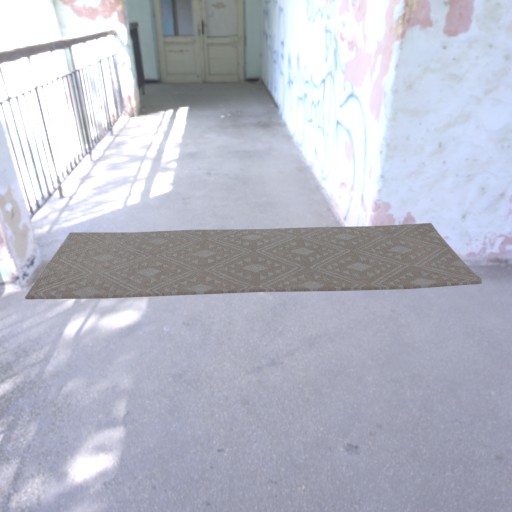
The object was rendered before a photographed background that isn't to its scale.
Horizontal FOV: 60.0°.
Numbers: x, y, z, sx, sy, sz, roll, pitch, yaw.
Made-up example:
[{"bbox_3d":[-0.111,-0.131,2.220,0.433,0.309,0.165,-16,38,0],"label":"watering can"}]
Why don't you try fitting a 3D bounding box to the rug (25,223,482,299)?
[{"bbox_3d":[0.000,0.000,2.684,2.452,0.051,0.752,-1,30,-2],"label":"rug"}]
